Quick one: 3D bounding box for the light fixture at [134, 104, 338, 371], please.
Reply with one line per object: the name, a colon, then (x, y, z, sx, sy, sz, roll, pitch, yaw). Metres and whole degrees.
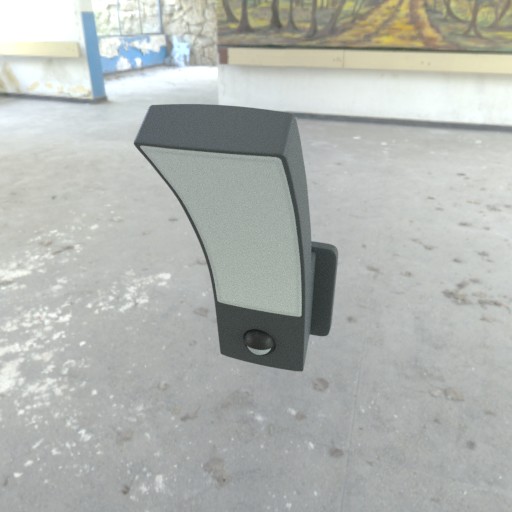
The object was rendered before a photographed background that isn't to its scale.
light fixture: (0.000, 0.000, 0.341, 0.108, 0.243, 0.174, 8, 29, 15)
